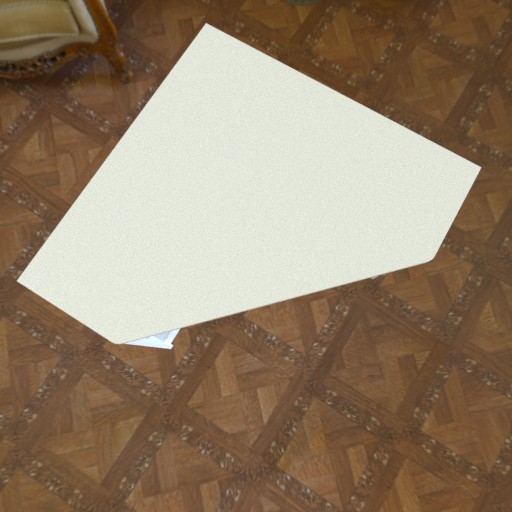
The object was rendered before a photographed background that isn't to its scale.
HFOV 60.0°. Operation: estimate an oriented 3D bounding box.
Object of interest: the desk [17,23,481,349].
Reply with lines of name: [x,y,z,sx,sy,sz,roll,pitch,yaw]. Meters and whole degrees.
desk: [0.000,0.000,1.619,0.926,0.818,0.940,30,79,7]
